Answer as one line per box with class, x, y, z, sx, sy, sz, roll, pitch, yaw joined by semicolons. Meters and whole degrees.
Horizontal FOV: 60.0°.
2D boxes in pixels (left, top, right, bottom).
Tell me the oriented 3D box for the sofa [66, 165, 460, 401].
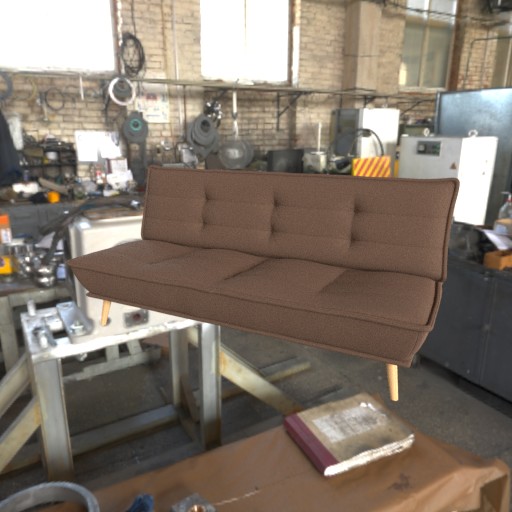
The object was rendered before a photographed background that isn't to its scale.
sofa;0.000;0.000;2.451;1.940;0.890;0.950;8;18;26
